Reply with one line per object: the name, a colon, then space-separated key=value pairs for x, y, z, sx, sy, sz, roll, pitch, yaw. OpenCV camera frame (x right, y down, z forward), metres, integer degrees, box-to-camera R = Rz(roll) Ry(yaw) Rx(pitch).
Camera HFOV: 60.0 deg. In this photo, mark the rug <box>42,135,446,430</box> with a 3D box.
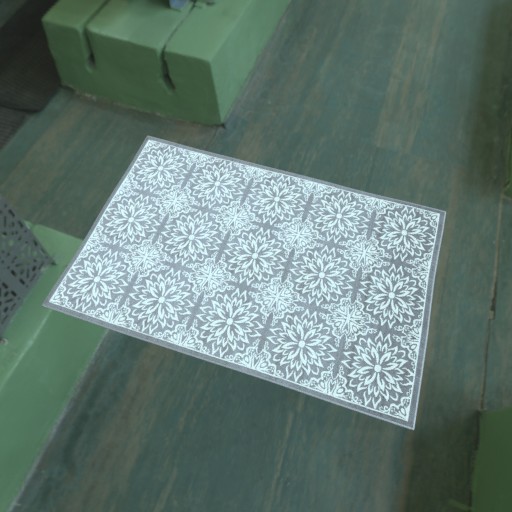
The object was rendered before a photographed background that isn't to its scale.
rug: x=0.000 y=0.000 z=3.493 sx=2.746 sy=0.018 sz=1.819 roll=16 pitch=61 yaw=9
